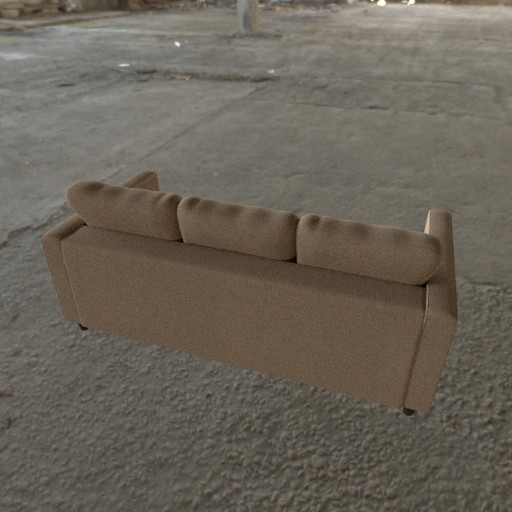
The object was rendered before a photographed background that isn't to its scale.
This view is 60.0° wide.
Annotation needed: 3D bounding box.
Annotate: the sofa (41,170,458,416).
[{"bbox_3d":[0.000,0.000,2.307,1.855,0.800,0.930,10,33,16],"label":"sofa"}]
